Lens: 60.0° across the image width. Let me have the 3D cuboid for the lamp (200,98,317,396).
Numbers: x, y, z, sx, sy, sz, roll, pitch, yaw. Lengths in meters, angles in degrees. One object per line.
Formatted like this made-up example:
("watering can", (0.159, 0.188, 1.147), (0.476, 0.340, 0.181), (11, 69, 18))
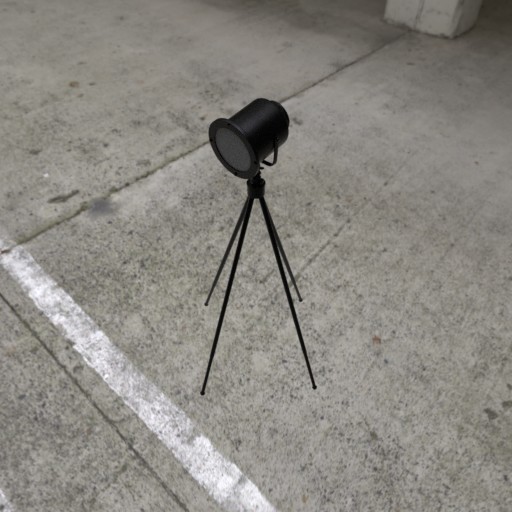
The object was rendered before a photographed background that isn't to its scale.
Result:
("lamp", (0.000, 0.000, 2.083), (0.879, 1.504, 0.884), (33, 54, 28))
